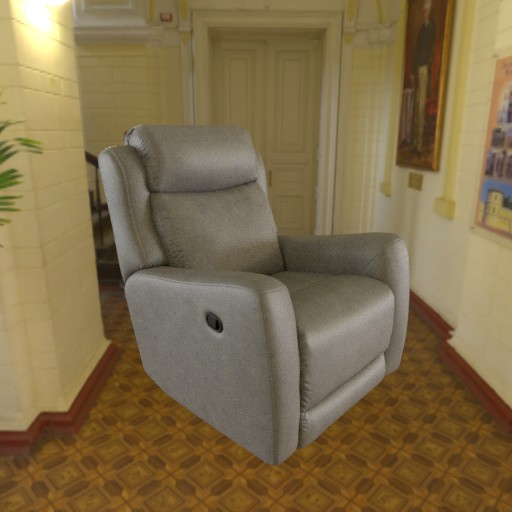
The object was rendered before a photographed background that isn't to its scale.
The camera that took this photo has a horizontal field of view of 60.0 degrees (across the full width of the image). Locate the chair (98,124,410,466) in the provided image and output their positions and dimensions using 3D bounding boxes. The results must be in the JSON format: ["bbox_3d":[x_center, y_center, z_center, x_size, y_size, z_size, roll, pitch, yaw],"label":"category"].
[{"bbox_3d":[0.000,0.000,1.955,1.068,1.116,0.965,15,21,42],"label":"chair"}]
